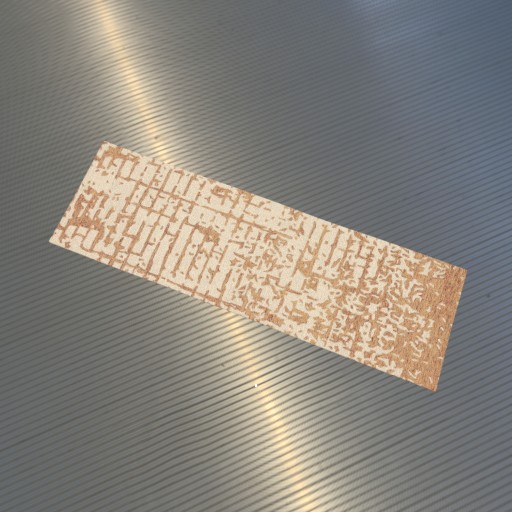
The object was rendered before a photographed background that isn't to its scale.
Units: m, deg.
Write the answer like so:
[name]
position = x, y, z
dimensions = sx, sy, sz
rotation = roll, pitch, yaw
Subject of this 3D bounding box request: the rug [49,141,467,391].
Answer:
[rug]
position = 0.000, 0.000, 2.691
dimensions = 2.435, 0.011, 0.750
rotation = 20, 75, 6
